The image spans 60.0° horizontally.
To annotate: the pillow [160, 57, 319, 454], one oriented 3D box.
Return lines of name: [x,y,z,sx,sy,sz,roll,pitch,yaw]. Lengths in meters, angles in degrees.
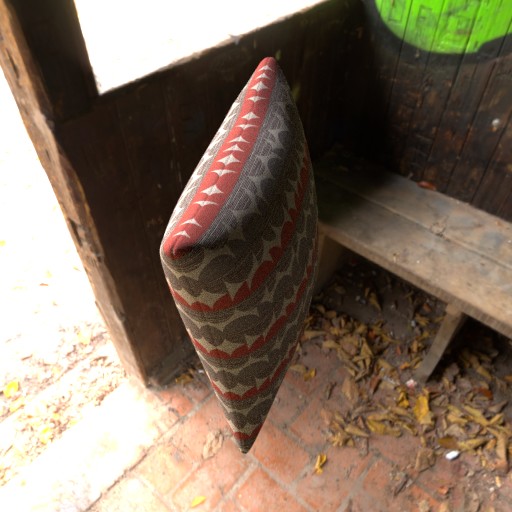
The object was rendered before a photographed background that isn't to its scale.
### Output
pillow: [0.000,0.000,0.648,0.180,0.410,0.420,9,47,9]
